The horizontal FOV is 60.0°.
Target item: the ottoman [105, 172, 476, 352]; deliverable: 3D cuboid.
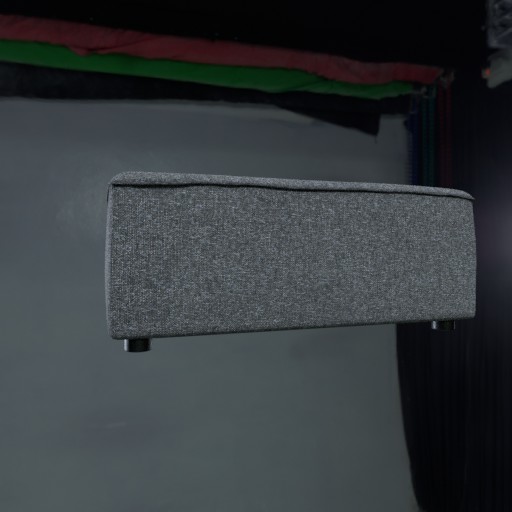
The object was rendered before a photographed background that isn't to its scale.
[{"bbox_3d":[0.000,0.000,1.569,1.017,0.423,1.021,0,1,-18],"label":"ottoman"}]
